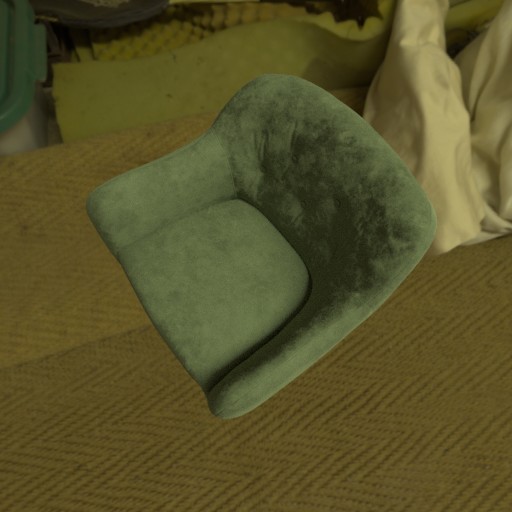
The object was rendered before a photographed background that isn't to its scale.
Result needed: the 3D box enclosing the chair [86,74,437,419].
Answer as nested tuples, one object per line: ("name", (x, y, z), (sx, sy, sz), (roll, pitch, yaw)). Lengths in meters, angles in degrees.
("chair", (0.000, 0.000, 1.525), (0.819, 0.804, 0.840), (-32, 67, -15))
